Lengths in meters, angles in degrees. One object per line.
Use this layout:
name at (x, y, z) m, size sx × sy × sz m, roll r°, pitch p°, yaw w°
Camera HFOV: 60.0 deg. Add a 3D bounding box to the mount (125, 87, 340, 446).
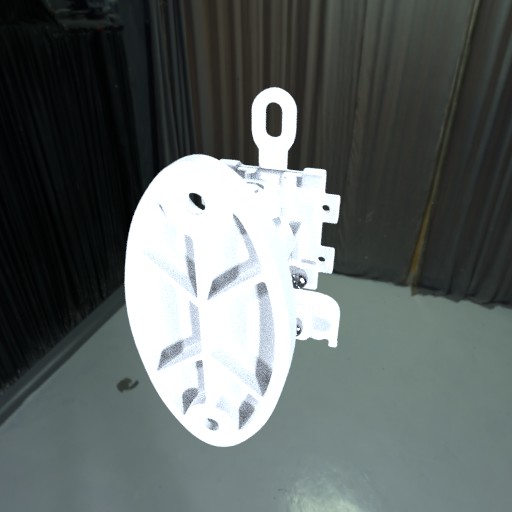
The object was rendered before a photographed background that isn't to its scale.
mount at (0.000, 0.000, 0.174) m, size 0.066 × 0.118 × 0.100 m, roll 9°, pitch 31°, yaw 15°
